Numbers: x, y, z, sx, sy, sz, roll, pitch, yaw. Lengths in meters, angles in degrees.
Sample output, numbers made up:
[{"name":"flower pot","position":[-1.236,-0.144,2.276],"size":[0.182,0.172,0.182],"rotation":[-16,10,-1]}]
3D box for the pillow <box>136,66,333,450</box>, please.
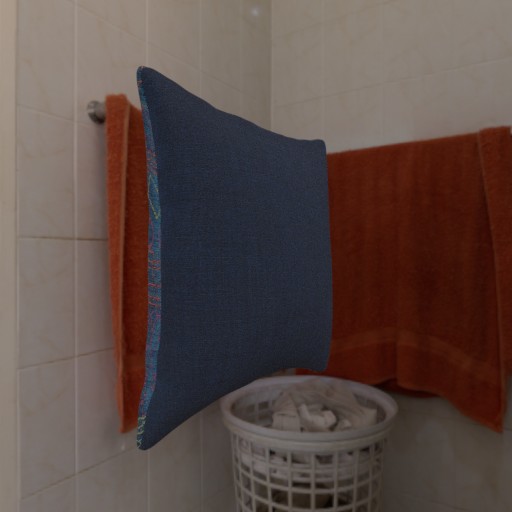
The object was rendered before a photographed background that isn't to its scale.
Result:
[{"name":"pillow","position":[0.000,0.000,0.654],"size":[0.141,0.431,0.431],"rotation":[0,0,36]}]
